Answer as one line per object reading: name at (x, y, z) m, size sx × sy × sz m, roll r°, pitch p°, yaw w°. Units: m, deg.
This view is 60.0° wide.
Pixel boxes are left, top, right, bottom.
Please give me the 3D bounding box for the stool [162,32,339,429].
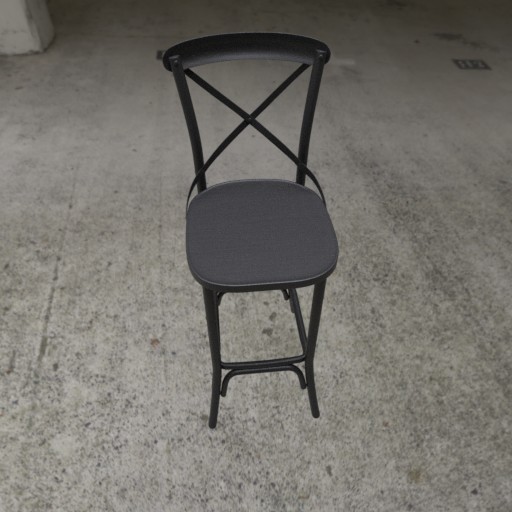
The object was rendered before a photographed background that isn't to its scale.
stool at (0.000, 0.000, 1.427) m, size 0.457 × 1.168 × 0.584 m, roll -4°, pitch 45°, yaw -4°
